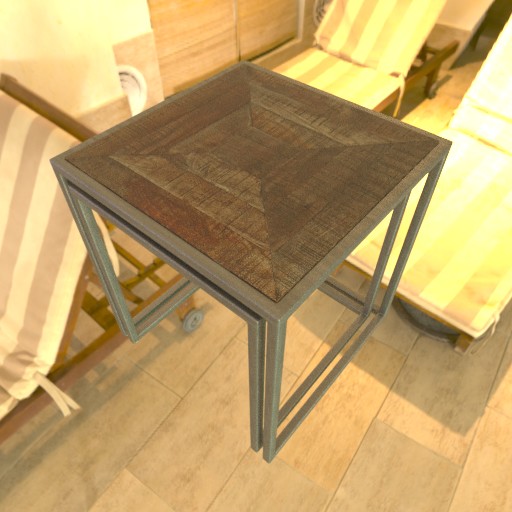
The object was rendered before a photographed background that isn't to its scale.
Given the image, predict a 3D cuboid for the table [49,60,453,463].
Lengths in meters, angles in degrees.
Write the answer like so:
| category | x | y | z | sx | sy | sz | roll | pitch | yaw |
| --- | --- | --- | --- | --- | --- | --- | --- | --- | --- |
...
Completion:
| category | x | y | z | sx | sy | sz | roll | pitch | yaw |
| --- | --- | --- | --- | --- | --- | --- | --- | --- | --- |
| table | 0.000 | 0.000 | 0.876 | 0.450 | 0.500 | 0.449 | 32 | 56 | 26 |
